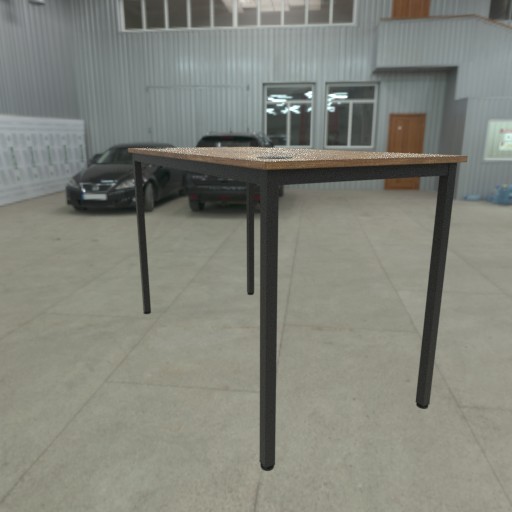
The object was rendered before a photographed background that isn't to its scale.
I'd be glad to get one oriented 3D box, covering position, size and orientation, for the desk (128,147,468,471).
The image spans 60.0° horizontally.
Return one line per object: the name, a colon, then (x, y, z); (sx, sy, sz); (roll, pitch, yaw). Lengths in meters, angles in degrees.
desk: (0.000, 0.000, 1.617); (0.600, 0.749, 1.200); (-8, 17, -27)
